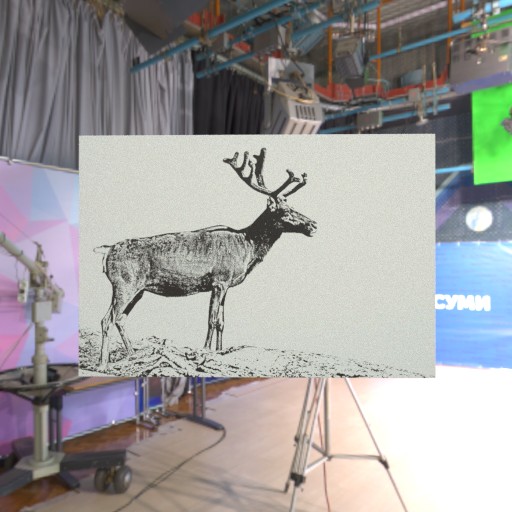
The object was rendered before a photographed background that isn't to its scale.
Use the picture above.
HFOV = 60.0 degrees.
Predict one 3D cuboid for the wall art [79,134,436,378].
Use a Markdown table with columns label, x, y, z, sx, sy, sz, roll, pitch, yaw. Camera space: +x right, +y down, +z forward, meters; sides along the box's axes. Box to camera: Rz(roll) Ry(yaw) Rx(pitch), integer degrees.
| label | x | y | z | sx | sy | sz | roll | pitch | yaw |
| --- | --- | --- | --- | --- | --- | --- | --- | --- | --- |
| wall art | 0.000 | 0.000 | 0.776 | 0.608 | 0.414 | 0.042 | 0 | 0 | 1 |
